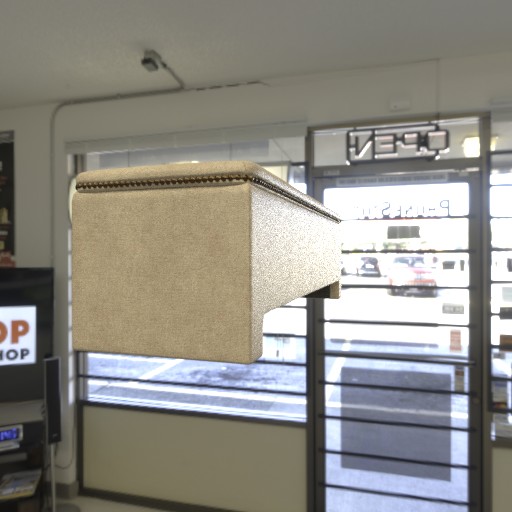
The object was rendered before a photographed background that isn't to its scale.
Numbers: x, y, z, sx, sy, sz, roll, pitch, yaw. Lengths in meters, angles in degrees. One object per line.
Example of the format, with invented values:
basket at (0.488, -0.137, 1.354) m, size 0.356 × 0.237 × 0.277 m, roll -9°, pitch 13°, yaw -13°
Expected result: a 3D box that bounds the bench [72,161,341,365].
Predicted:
bench at (0.000, 0.000, 1.691) m, size 0.470 × 0.447 × 1.482 m, roll 0°, pitch 1°, yaw 18°
